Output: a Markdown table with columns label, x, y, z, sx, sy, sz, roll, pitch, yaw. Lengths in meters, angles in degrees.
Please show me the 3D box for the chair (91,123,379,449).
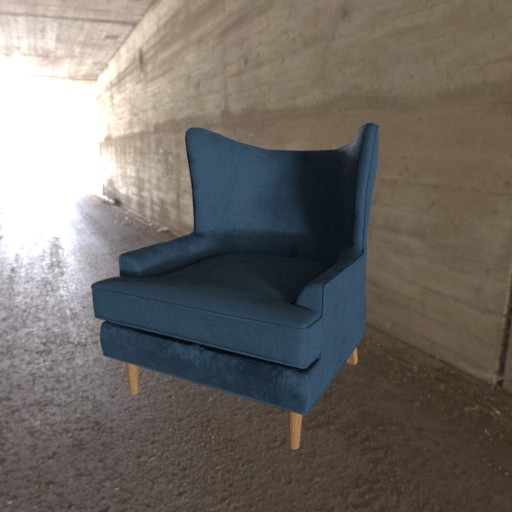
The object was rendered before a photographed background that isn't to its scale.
| label | x | y | z | sx | sy | sz | roll | pitch | yaw |
| --- | --- | --- | --- | --- | --- | --- | --- | --- | --- |
| chair | 0.000 | 0.000 | 1.658 | 0.793 | 0.952 | 0.910 | 7 | 16 | 27 |
